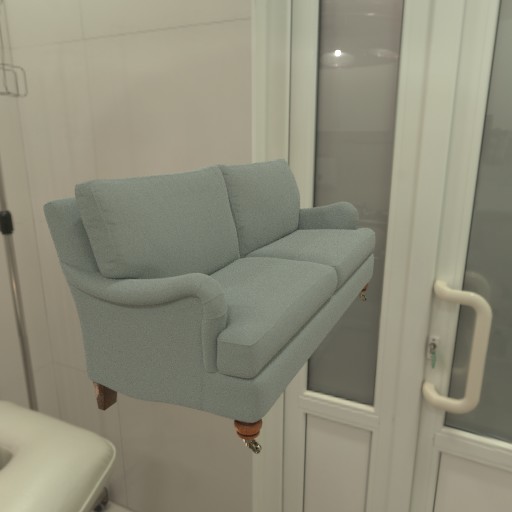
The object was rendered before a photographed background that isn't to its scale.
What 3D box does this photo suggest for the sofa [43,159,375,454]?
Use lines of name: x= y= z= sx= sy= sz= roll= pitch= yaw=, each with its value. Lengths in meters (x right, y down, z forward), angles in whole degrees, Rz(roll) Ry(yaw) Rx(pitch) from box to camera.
sofa: x=0.000 y=0.000 z=2.740 sx=1.069 sy=1.096 sz=2.193 roll=8 pitch=17 yaw=25
